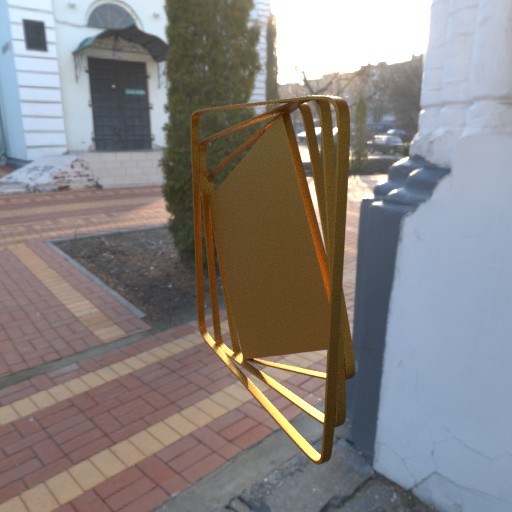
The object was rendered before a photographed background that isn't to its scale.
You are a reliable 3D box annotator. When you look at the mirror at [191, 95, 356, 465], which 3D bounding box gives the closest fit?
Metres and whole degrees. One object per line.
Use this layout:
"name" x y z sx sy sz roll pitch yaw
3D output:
"mirror" 0.000 0.000 0.715 0.045 0.468 0.470 -8 18 -26
